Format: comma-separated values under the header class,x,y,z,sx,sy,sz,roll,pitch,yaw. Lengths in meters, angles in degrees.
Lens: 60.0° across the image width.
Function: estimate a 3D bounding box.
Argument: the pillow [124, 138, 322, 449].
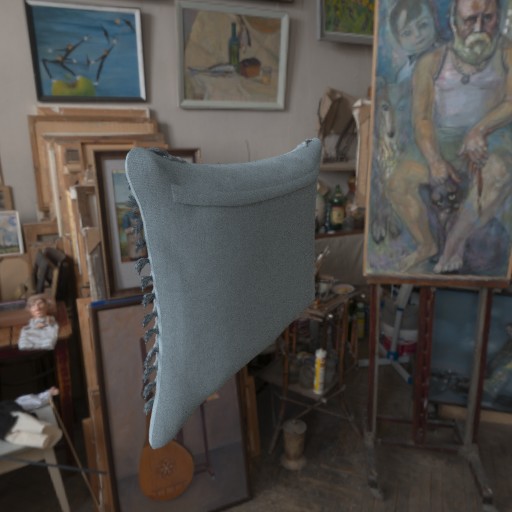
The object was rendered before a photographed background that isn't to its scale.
class,x,y,z,sx,sy,sz,roll,pitch,yaw
pillow,0.000,0.000,0.601,0.084,0.305,0.466,8,18,26
